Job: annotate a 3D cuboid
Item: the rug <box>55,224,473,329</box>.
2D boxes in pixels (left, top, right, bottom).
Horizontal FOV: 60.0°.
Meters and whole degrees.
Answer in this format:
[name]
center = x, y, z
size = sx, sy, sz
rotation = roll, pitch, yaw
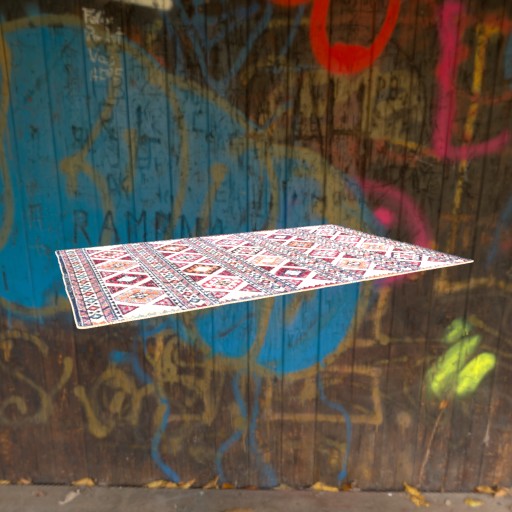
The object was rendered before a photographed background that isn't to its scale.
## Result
[rug]
center = 0.000, 0.000, 3.034
size = 2.440, 0.010, 1.545
rotation = -7, 16, -26
